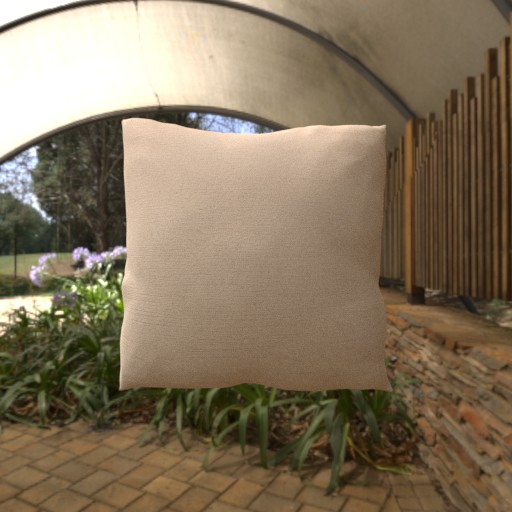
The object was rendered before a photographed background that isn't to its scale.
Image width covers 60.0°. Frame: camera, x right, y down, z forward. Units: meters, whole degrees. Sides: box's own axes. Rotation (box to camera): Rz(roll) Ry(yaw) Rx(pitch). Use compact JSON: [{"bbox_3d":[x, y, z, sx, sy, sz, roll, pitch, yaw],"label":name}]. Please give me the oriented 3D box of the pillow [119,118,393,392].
[{"bbox_3d":[0.000,0.000,0.721,0.450,0.448,0.245,0,-1,-1],"label":"pillow"}]
